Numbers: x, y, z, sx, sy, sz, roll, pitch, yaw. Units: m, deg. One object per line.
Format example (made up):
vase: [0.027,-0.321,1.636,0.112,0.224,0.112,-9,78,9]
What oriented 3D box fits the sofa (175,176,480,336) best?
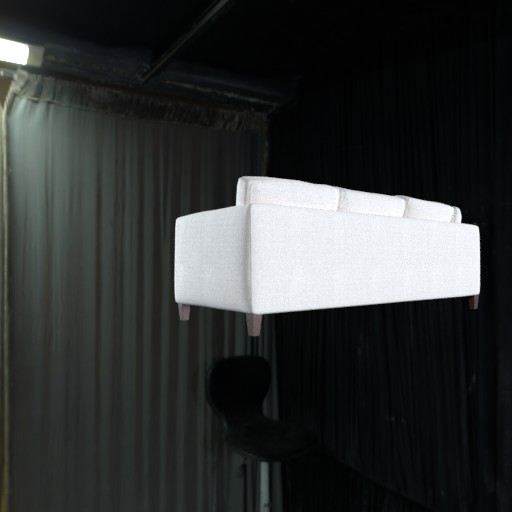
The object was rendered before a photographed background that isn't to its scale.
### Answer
sofa: [0.000,0.000,4.482,2.593,0.947,3.302,1,-1,-37]
